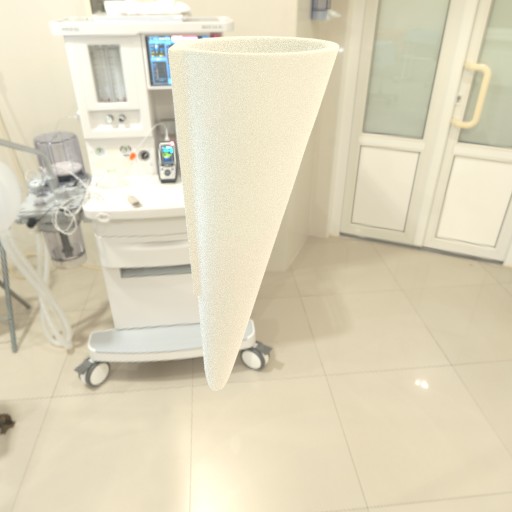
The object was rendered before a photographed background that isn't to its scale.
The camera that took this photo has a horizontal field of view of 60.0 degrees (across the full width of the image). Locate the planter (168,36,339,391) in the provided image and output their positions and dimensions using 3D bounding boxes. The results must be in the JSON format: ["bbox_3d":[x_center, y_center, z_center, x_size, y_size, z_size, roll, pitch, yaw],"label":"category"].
[{"bbox_3d":[0.000,0.000,0.222,0.064,0.193,0.057,1,32,1],"label":"planter"}]
